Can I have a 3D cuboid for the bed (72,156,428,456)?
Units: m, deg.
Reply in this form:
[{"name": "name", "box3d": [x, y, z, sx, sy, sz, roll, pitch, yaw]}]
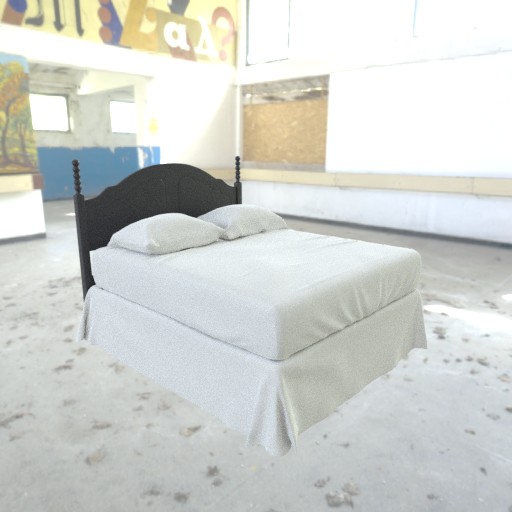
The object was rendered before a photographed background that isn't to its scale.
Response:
[{"name": "bed", "box3d": [0.000, 0.000, 3.189, 2.040, 1.356, 1.873, 13, 19, 42]}]
